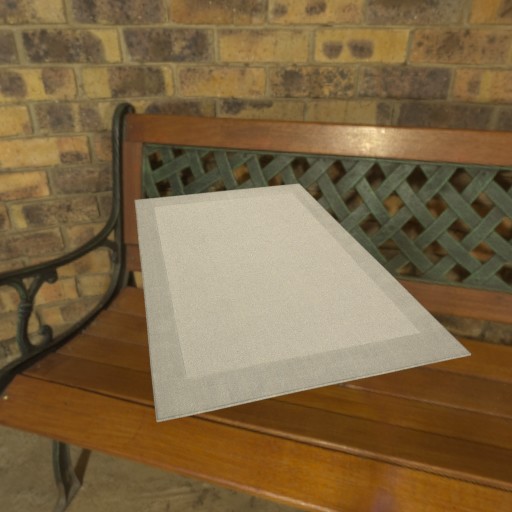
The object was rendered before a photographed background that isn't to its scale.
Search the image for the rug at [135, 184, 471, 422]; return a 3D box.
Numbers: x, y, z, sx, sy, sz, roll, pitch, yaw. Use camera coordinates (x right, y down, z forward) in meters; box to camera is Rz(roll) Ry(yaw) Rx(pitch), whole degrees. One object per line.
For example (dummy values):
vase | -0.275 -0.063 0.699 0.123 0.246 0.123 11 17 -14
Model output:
rug | 0.000 0.000 3.022 1.524 0.014 2.438 -8 31 -13
